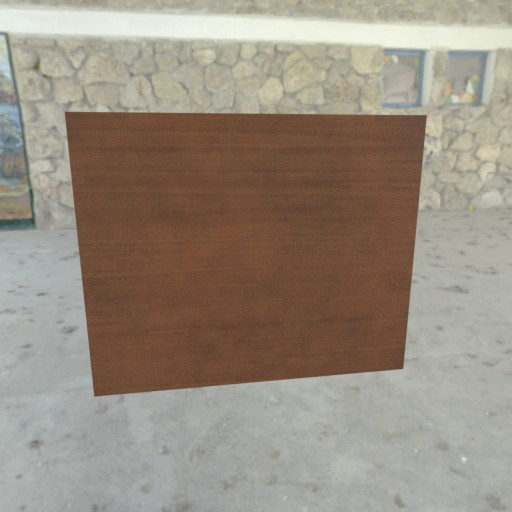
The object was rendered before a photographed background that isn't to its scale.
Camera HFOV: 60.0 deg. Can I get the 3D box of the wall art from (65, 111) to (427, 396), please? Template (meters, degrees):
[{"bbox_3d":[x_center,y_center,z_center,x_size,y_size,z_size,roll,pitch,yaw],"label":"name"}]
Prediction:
[{"bbox_3d":[0.000,0.000,0.749,0.558,0.457,0.033,-2,15,-9],"label":"wall art"}]
